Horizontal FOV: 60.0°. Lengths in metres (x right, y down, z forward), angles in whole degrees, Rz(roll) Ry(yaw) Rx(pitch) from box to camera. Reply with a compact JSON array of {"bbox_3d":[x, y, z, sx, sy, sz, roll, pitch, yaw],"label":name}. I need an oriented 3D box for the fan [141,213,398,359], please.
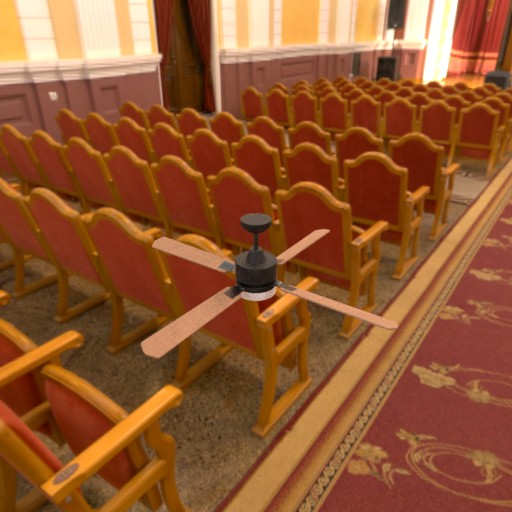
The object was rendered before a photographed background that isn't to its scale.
[{"bbox_3d":[0.000,0.000,1.971,1.320,0.355,1.320,18,32,31],"label":"fan"}]
